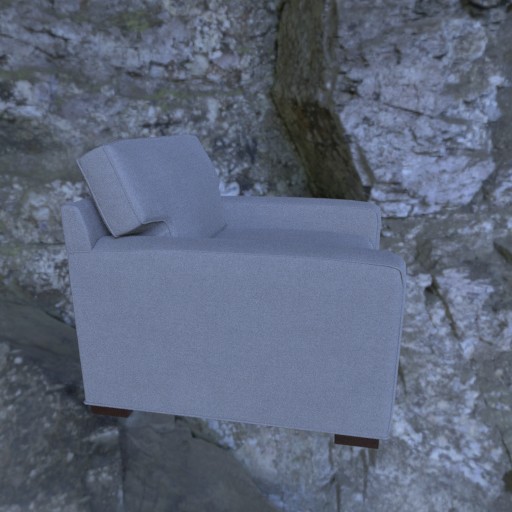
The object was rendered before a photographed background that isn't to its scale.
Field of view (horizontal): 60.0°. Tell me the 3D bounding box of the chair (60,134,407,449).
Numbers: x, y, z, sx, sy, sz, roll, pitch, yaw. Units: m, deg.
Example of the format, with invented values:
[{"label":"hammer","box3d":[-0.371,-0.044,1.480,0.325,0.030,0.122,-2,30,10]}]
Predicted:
[{"label":"chair","box3d":[0.000,0.000,1.796,1.044,0.934,0.999,3,17,10]}]
